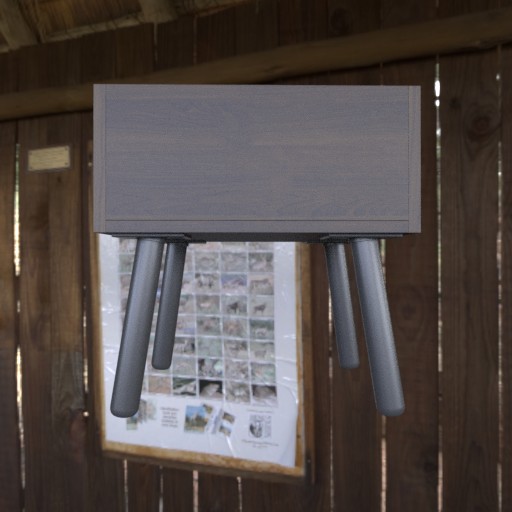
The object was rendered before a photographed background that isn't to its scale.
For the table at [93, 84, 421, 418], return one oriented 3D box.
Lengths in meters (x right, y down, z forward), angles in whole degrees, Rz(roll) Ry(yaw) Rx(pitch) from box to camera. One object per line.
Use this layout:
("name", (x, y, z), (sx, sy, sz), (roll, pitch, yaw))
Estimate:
("table", (0.000, 0.000, 0.794), (0.450, 0.470, 0.370), (0, 0, -1))
